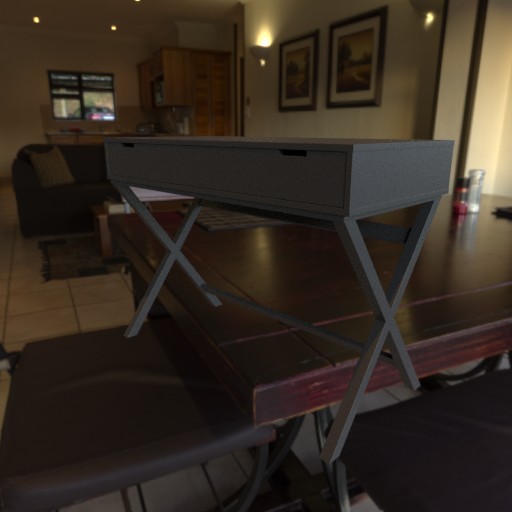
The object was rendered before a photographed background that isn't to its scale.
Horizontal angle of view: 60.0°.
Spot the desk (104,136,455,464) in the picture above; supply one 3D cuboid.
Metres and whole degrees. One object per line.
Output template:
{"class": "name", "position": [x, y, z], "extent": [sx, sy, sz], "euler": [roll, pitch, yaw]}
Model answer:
{"class": "desk", "position": [0.000, 0.000, 1.526], "extent": [1.057, 0.780, 0.504], "euler": [15, 22, 43]}
